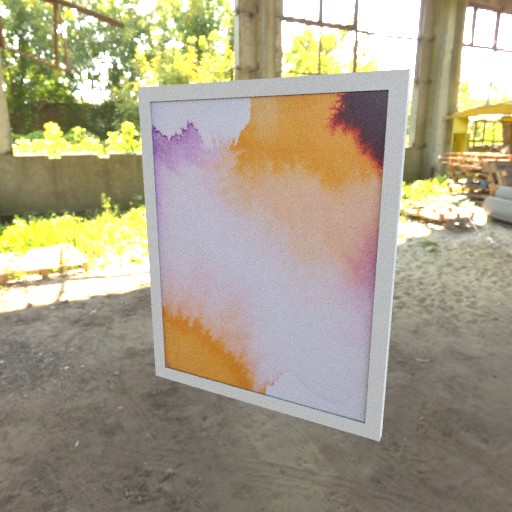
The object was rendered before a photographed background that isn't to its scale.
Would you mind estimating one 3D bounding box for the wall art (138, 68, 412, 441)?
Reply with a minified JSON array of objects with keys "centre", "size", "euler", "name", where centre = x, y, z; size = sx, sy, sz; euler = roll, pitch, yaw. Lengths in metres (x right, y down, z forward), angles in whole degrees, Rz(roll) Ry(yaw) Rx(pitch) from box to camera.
[{"centre":[0.000,0.000,1.091],"size":[0.661,0.811,0.026],"euler":[7,16,26],"name":"wall art"}]
